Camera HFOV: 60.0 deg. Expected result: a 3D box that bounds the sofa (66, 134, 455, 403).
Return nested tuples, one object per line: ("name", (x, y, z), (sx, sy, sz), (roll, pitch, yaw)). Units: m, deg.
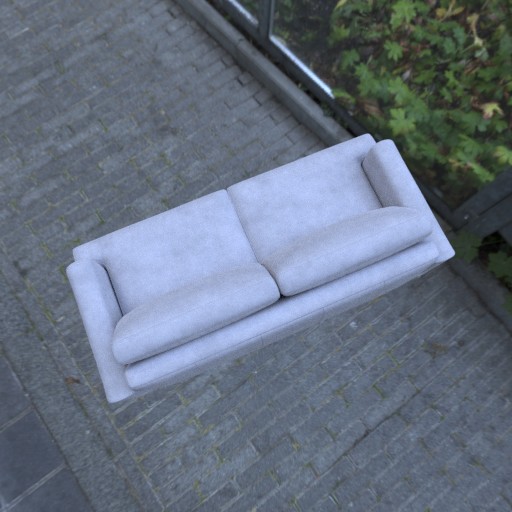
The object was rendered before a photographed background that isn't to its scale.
("sofa", (0.000, 0.000, 2.580), (2.013, 0.830, 0.980), (-22, 76, -6))
